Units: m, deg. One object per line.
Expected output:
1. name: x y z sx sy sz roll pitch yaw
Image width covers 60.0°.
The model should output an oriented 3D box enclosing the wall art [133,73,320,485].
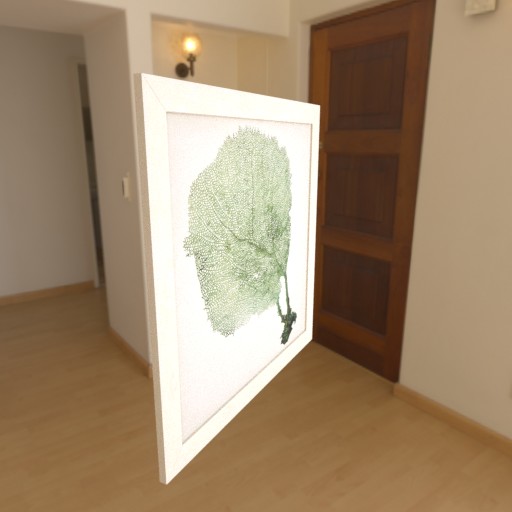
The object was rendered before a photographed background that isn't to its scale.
1. wall art: 0.000 0.000 0.853 0.013 0.584 0.584 8 17 28
